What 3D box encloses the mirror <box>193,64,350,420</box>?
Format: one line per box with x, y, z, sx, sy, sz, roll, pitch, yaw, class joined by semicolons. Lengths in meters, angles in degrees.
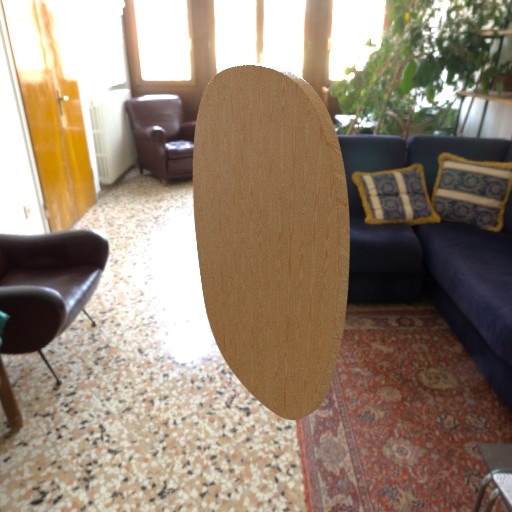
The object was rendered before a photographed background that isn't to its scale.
0.000;0.000;1.353;0.037;1.075;0.724;-17;30;-32;mirror
